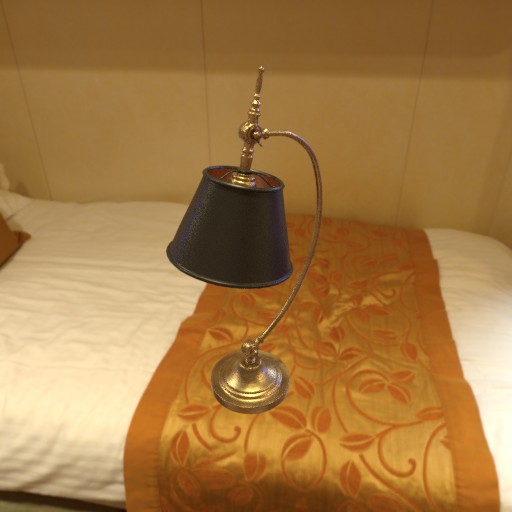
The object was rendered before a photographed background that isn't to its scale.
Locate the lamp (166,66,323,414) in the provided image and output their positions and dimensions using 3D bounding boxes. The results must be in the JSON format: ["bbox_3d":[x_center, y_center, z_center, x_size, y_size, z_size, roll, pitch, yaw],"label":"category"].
[{"bbox_3d":[0.000,0.000,0.854,0.344,0.675,0.235,-21,37,-31],"label":"lamp"}]
